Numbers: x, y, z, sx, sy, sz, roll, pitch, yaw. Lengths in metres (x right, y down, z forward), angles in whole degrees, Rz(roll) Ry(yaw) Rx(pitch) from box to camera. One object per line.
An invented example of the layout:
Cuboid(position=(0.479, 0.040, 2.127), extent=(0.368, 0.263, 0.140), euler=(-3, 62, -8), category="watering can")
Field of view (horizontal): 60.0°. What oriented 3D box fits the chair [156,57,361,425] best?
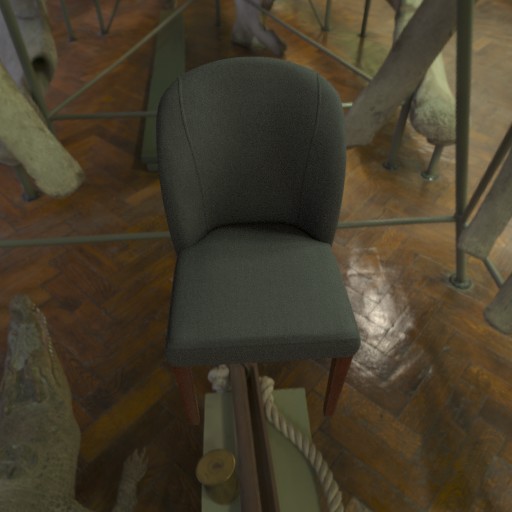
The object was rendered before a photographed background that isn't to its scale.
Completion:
Cuboid(position=(0.000, 0.000, 1.266), extent=(0.506, 0.879, 0.619), euler=(-3, 45, -3), category="chair")
